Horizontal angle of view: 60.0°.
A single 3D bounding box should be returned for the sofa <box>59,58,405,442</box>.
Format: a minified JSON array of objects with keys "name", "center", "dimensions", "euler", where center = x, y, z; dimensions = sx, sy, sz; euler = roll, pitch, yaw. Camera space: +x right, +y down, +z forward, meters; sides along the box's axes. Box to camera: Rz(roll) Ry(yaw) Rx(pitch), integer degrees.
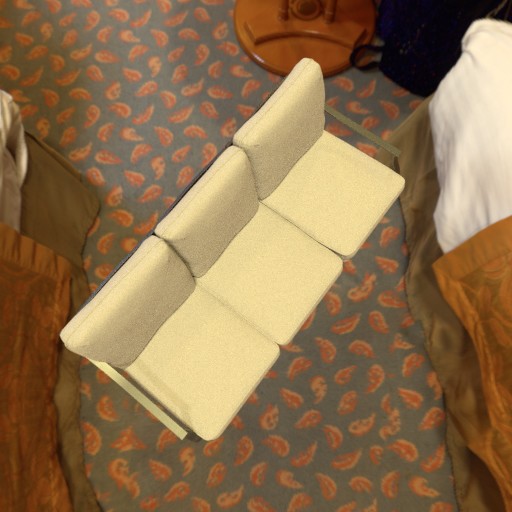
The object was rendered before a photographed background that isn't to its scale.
[{"name":"sofa","center":[0.000,0.000,2.246],"dimensions":[0.787,0.860,1.740],"euler":[37,78,9]}]
